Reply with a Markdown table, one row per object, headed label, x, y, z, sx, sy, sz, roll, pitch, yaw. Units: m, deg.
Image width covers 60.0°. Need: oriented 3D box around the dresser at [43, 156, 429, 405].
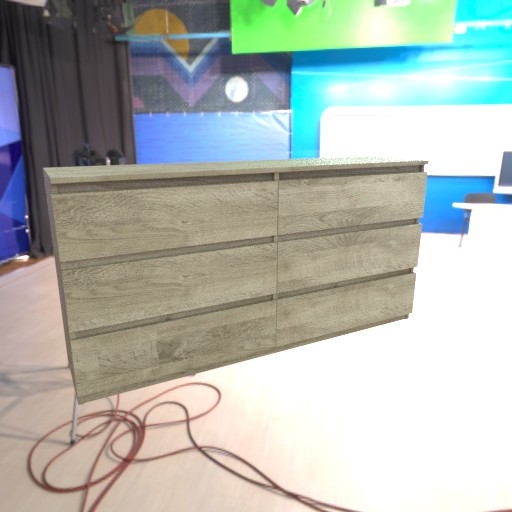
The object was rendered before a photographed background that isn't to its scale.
| label | x | y | z | sx | sy | sz | roll | pitch | yaw |
| --- | --- | --- | --- | --- | --- | --- | --- | --- | --- |
| dresser | 0.000 | 0.000 | 1.944 | 1.590 | 0.795 | 0.390 | -8 | 18 | -27 |
